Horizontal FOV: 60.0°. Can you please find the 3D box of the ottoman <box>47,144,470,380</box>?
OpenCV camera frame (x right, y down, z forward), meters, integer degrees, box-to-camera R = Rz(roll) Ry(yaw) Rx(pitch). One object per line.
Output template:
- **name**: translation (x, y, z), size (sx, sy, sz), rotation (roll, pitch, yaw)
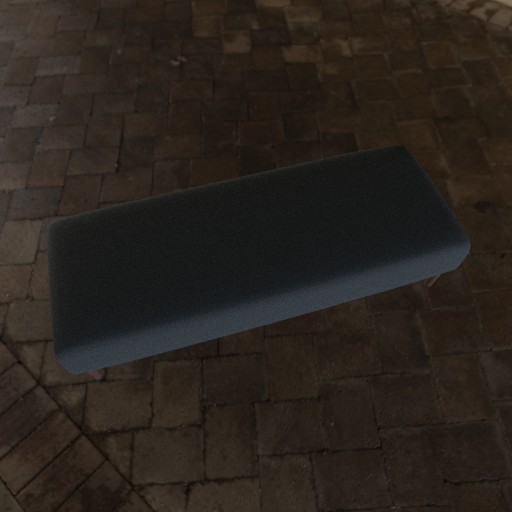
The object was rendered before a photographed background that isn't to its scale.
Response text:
- **ottoman**: translation (0.000, 0.000, 1.907), size (1.609, 0.393, 0.646), rotation (-14, 58, -9)
